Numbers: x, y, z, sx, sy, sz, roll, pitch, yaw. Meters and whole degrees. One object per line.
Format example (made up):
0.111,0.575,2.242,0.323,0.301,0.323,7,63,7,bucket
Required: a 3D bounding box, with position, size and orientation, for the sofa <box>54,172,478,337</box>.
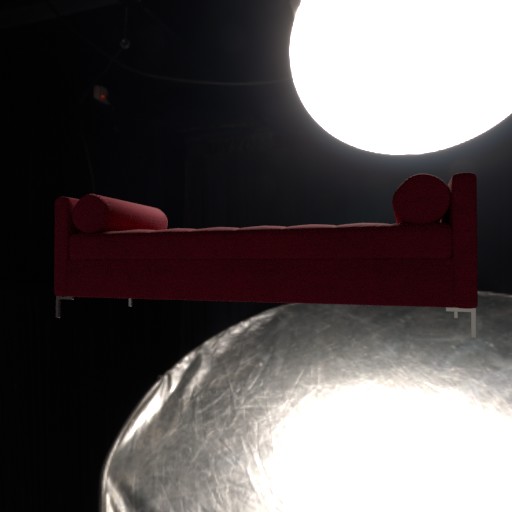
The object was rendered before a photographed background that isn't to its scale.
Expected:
0.000,0.000,2.292,1.981,0.635,0.686,0,-1,19,sofa
